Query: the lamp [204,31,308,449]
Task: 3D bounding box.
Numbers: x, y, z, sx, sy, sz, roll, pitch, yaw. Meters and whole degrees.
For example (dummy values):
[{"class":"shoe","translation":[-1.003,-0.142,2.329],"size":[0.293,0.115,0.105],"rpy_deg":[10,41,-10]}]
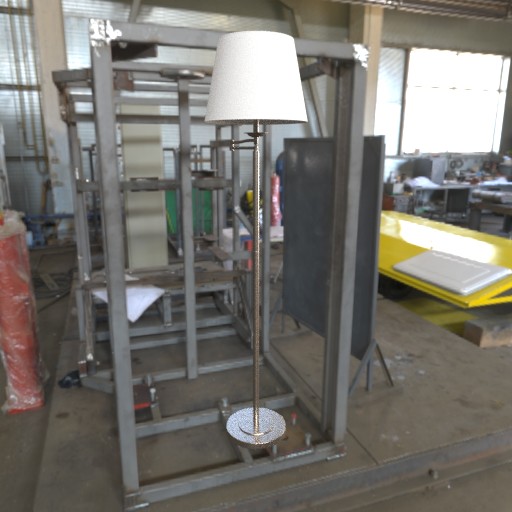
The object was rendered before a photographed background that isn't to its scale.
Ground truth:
[{"class":"lamp","translation":[0.000,0.000,1.647],"size":[0.355,1.473,0.355],"rpy_deg":[0,14,0]}]
